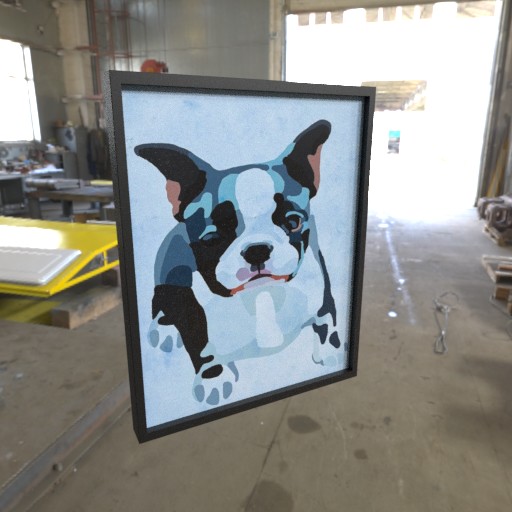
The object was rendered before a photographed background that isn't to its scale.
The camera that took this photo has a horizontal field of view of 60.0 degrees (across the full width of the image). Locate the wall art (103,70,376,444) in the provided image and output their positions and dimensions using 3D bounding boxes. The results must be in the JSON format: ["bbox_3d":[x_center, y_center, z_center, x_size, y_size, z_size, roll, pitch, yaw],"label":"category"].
[{"bbox_3d":[0.000,0.000,0.500,0.294,0.369,0.030,-8,17,-27],"label":"wall art"}]
